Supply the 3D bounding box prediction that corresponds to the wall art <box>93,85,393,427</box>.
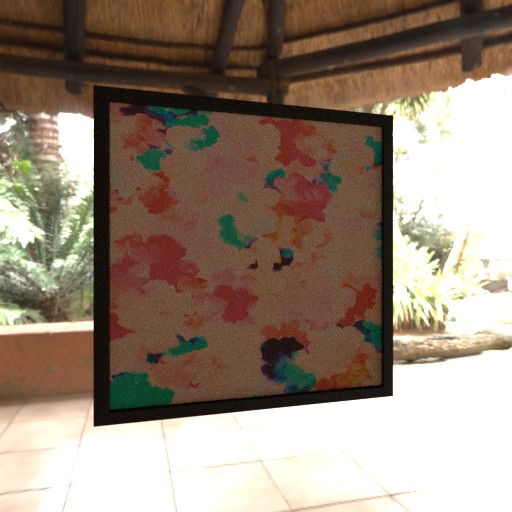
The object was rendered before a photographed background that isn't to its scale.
[{"bbox_3d":[0.000,0.000,0.444,0.306,0.304,0.015,0,0,-16],"label":"wall art"}]
